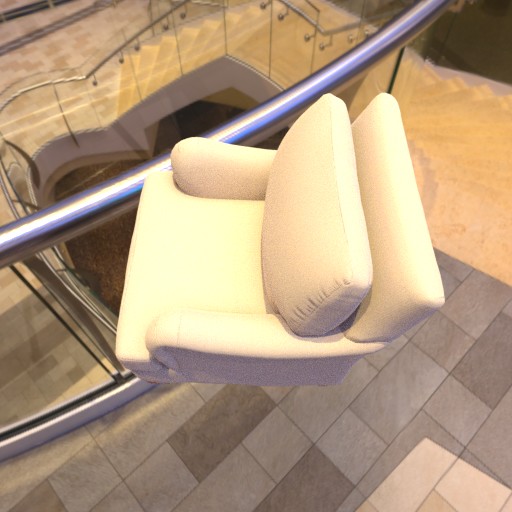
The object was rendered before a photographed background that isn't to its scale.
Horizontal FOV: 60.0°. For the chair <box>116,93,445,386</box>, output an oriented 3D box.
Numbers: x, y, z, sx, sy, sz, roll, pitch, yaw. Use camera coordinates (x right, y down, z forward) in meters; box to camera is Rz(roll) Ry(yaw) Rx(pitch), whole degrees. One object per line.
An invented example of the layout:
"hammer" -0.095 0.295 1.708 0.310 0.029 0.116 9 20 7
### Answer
"chair" 0.000 0.000 1.845 1.070 1.038 0.955 0 58 0
